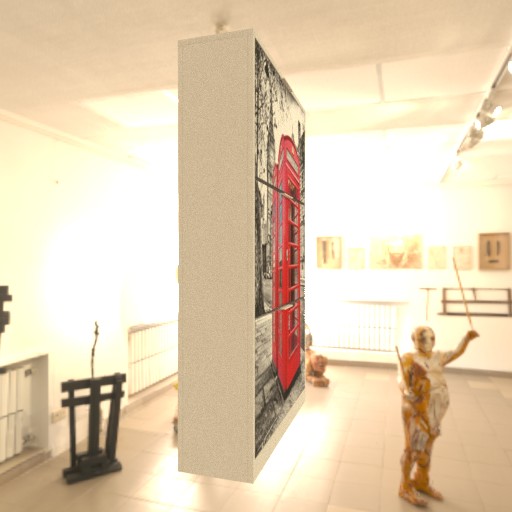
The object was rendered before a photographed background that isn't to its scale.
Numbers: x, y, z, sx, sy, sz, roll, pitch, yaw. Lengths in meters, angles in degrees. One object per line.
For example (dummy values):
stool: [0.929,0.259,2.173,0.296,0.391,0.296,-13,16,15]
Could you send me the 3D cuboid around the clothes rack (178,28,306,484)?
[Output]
clothes rack: [0.000,0.000,1.635,0.250,1.280,0.750,0,0,18]
